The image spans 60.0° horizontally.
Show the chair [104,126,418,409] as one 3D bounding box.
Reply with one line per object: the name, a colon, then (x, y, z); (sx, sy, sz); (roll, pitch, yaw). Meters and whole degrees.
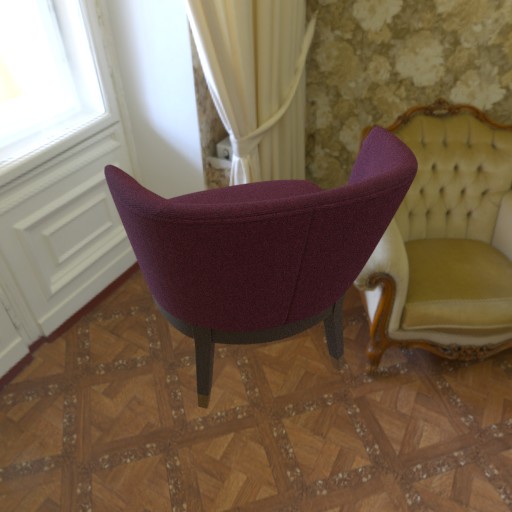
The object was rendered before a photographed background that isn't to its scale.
chair: (0.000, 0.000, 1.262); (0.700, 0.760, 0.660); (-12, 41, -14)
